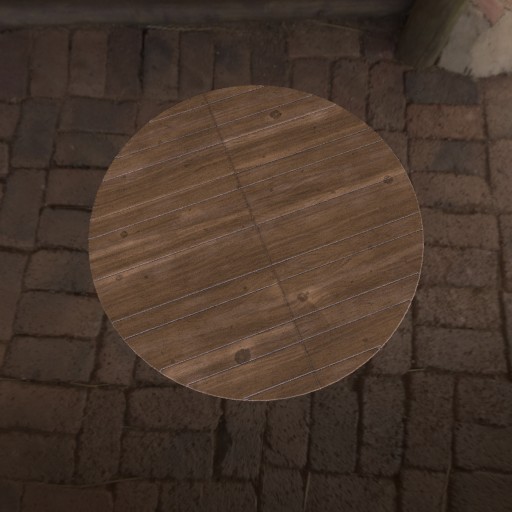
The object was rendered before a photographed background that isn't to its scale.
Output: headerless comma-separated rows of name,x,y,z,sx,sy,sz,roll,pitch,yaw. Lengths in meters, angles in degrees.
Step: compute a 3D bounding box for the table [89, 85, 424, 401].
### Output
table,0.000,0.000,1.980,1.213,0.764,1.213,0,73,0
